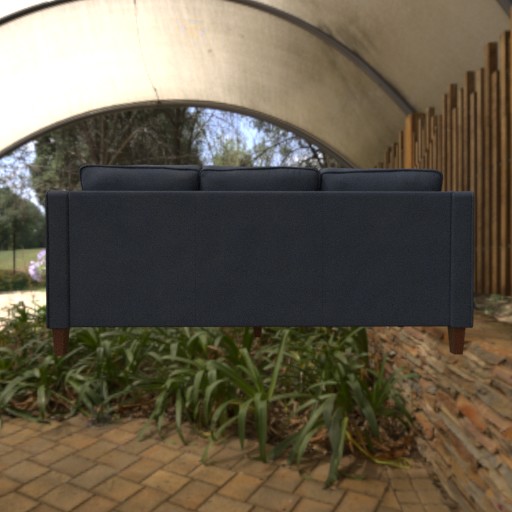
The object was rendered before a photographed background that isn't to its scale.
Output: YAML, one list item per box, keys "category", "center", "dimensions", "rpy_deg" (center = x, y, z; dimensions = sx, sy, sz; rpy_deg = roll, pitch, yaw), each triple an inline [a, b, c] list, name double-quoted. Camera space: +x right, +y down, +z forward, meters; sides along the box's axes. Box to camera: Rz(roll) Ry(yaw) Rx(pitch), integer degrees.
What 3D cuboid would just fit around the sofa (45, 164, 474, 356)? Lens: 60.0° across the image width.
- category: "sofa"
  center: [0.000, 0.000, 3.277]
  dimensions: [2.317, 1.066, 1.858]
  rpy_deg: [0, 0, -1]
